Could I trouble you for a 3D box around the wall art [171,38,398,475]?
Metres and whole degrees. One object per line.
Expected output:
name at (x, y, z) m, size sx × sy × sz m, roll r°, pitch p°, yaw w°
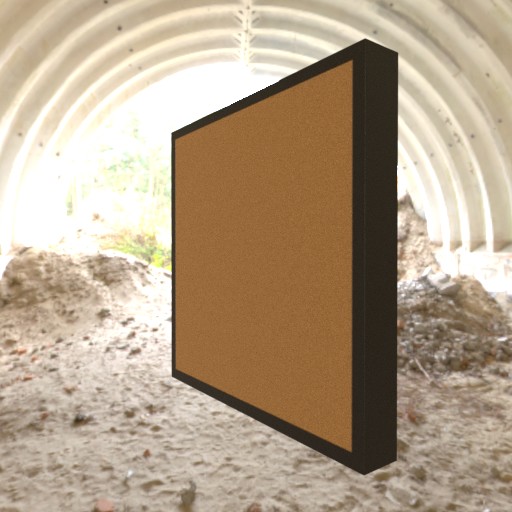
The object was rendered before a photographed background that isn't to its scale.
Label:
wall art at (0.000, 0.000, 0.440) m, size 0.038 × 0.304 × 0.304 m, roll 0°, pitch 1°, yaw -37°
